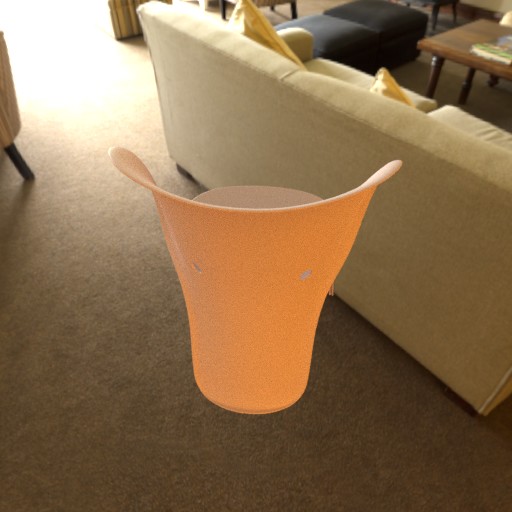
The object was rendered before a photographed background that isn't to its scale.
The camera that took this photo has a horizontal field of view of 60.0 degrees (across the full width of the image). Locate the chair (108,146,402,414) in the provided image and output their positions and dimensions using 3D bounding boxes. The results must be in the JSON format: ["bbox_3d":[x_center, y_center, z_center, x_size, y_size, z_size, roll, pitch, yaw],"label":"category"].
[{"bbox_3d":[0.000,0.000,0.876,0.451,0.554,0.402,4,44,4],"label":"chair"}]
